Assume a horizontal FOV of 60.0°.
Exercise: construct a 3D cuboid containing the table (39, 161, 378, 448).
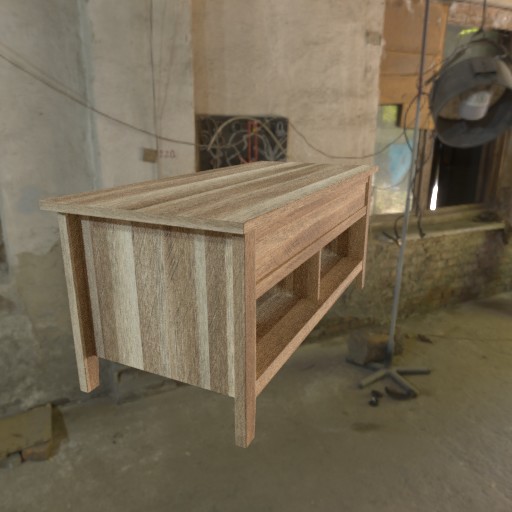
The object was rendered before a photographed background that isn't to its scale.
[{"bbox_3d":[0.000,0.000,1.379,0.493,0.480,1.095,8,19,25],"label":"table"}]
